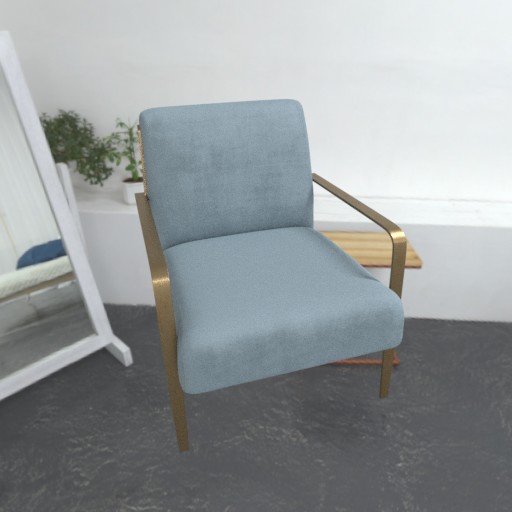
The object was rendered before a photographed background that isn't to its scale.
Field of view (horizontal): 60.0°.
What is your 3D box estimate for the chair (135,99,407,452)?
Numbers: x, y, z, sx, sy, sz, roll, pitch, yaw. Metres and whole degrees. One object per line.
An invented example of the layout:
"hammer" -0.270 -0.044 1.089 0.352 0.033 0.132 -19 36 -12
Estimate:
"chair" 0.000 0.000 1.467 0.701 0.824 0.842 -9 32 -15
